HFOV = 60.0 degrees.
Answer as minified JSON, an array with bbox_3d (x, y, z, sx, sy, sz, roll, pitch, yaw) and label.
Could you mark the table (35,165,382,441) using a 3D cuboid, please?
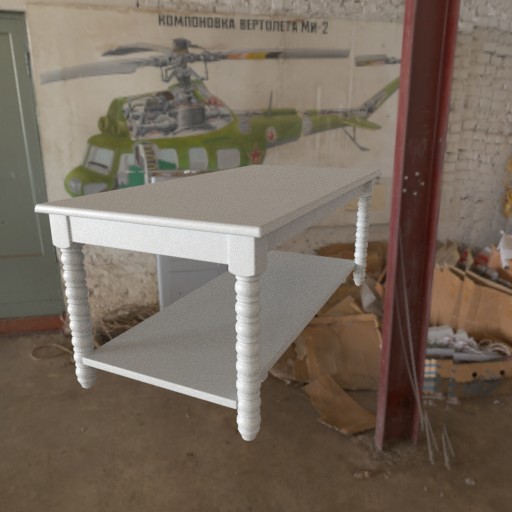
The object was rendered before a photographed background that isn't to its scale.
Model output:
[{"bbox_3d":[0.000,0.000,1.467,0.580,0.487,1.171,8,18,24],"label":"table"}]
